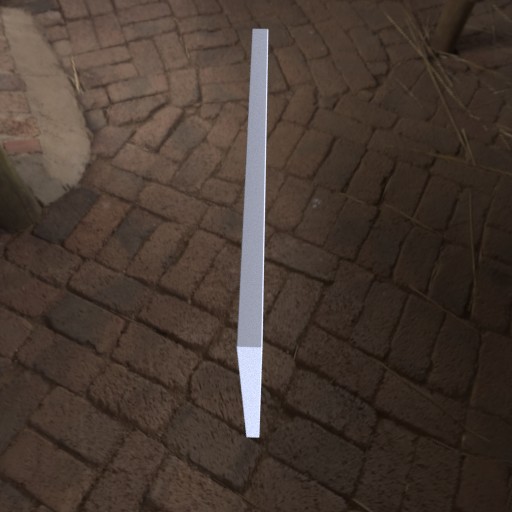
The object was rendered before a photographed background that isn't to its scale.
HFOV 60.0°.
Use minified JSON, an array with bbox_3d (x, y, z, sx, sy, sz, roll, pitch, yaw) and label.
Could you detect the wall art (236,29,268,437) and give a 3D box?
[{"bbox_3d":[0.000,0.000,1.148,0.036,0.760,0.760,1,59,1],"label":"wall art"}]
